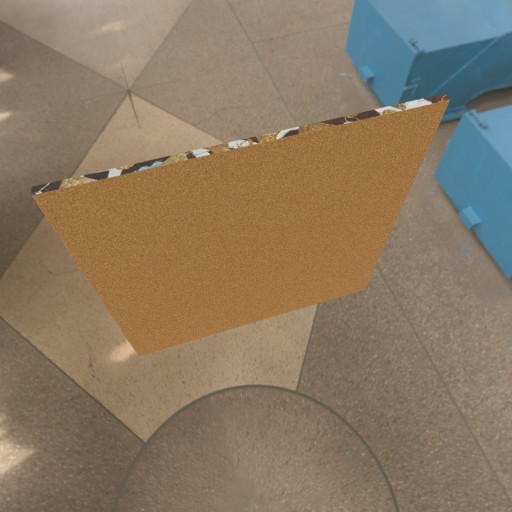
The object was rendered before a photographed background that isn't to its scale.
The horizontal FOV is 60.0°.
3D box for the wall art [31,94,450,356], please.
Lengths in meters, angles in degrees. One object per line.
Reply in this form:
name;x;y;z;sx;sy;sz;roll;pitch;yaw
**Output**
wall art;0.000;0.000;0.584;0.404;0.406;0.010;-15;59;-9
